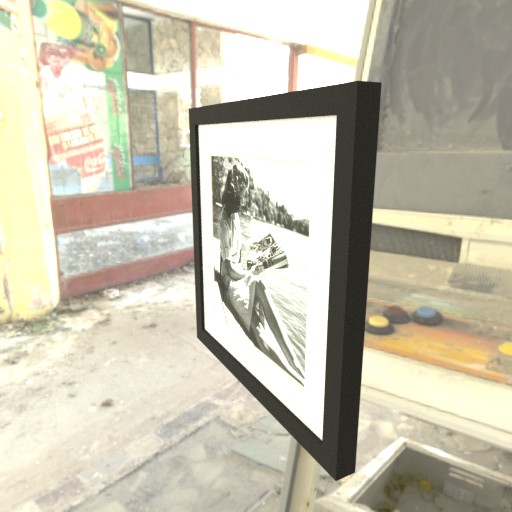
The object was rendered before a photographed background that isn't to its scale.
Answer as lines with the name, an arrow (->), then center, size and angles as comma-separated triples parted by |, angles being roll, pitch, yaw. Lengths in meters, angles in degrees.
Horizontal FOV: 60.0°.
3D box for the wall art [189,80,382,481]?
wall art -> 0.000, 0.000, 0.685 | 0.030, 0.458, 0.462 | -8, 17, -28
